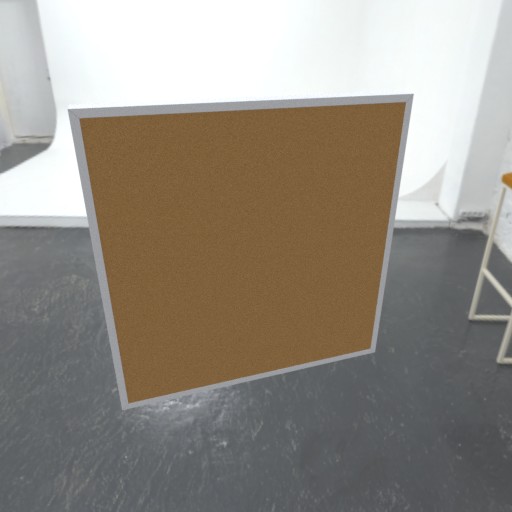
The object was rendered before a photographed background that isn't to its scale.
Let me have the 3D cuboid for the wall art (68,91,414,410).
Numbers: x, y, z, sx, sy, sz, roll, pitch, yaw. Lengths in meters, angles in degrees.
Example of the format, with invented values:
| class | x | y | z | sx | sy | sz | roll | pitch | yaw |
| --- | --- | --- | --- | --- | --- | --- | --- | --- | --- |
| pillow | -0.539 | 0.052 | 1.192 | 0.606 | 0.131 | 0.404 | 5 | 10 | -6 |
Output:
| class | x | y | z | sx | sy | sz | roll | pitch | yaw |
| --- | --- | --- | --- | --- | --- | --- | --- | --- | --- |
| wall art | 0.000 | 0.000 | 0.755 | 0.509 | 0.509 | 0.040 | -8 | 28 | -16 |
